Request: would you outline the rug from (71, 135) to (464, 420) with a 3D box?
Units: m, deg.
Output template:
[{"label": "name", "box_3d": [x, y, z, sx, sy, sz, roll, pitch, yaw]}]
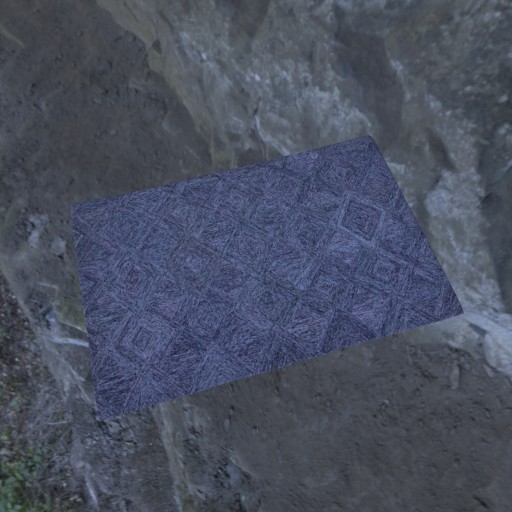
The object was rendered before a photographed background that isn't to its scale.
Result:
[{"label": "rug", "box_3d": [0.000, 0.000, 2.258, 1.752, 0.013, 1.158, -15, 65, -7]}]
